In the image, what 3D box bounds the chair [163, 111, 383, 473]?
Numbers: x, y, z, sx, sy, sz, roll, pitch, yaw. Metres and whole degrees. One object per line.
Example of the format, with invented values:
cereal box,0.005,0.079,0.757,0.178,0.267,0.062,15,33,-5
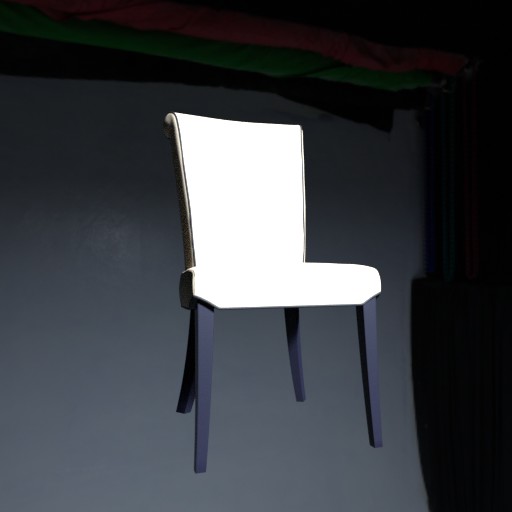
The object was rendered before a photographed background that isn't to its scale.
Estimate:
chair,0.000,0.000,1.371,0.522,0.997,0.623,0,-1,-18
